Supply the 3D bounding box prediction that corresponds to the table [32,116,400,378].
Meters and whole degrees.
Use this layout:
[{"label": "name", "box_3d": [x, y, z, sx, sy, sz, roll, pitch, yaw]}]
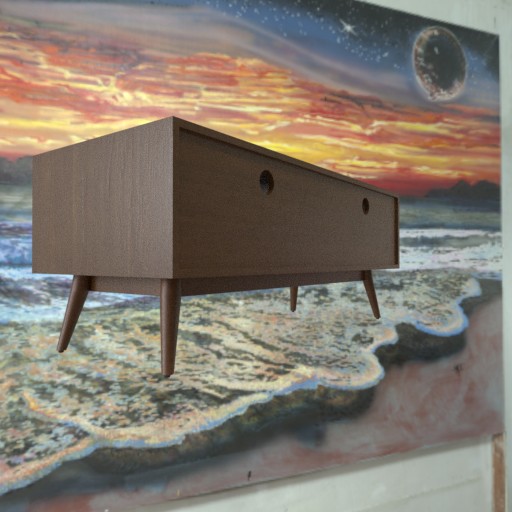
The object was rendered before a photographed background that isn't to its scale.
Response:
[{"label": "table", "box_3d": [0.000, 0.000, 1.343, 0.490, 0.464, 1.119, 0, -1, 37]}]
